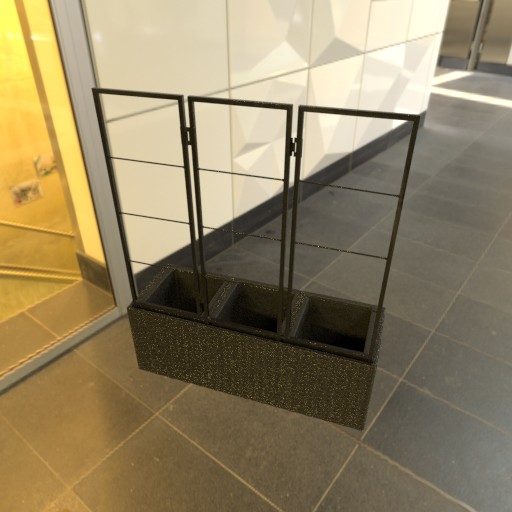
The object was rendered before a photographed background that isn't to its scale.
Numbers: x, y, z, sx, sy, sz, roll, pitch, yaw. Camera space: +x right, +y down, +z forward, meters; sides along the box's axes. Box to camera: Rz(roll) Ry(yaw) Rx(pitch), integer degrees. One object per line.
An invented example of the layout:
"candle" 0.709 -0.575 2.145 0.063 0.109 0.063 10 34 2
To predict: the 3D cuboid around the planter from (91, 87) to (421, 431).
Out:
"planter" 0.000 0.000 1.163 0.698 0.841 0.244 10 34 16
